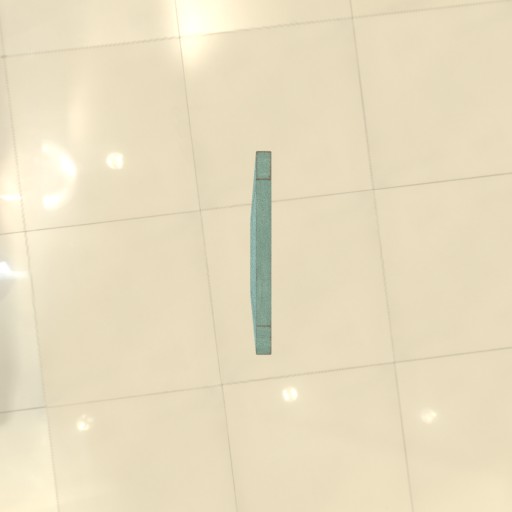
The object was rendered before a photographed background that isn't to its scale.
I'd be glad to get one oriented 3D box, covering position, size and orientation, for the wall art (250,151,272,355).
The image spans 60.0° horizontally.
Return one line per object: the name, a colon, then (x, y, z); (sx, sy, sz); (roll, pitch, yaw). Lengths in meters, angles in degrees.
wall art: (0.000, 0.000, 1.324); (0.025, 1.219, 0.329); (0, 90, -1)
